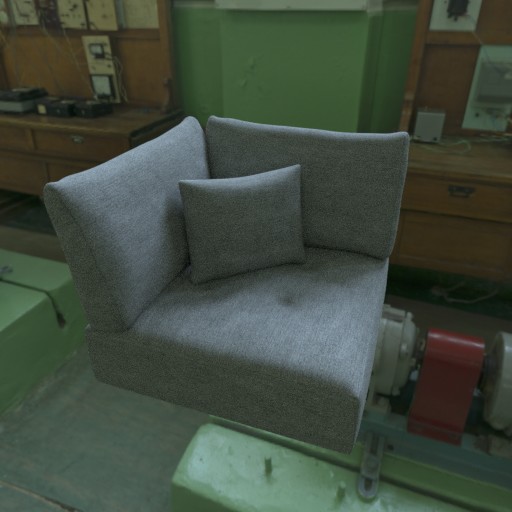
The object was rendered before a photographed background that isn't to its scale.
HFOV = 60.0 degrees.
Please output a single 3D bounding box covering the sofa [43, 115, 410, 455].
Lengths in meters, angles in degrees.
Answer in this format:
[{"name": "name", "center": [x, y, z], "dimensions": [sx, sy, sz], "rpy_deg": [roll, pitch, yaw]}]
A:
[{"name": "sofa", "center": [0.000, 0.000, 1.721], "dimensions": [1.000, 0.820, 1.000], "rpy_deg": [10, 31, 17]}]
